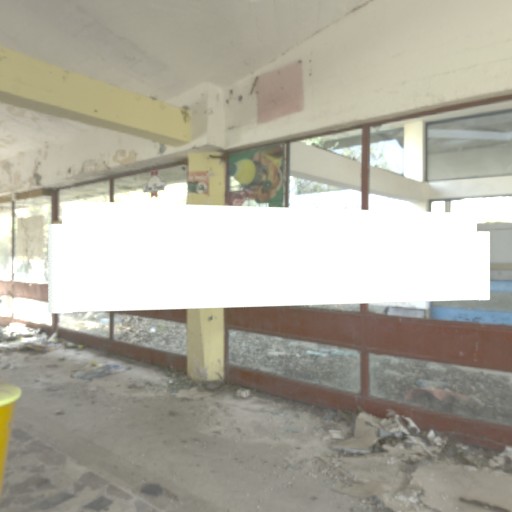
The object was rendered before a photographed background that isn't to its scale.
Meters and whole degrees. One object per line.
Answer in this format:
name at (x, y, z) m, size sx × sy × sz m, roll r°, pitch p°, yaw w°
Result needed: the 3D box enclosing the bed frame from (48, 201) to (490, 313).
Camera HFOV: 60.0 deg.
bed frame at (0.000, 0.000, 2.473) m, size 1.900 × 0.406 × 1.400 m, roll 0°, pitch 0°, yaw -15°
